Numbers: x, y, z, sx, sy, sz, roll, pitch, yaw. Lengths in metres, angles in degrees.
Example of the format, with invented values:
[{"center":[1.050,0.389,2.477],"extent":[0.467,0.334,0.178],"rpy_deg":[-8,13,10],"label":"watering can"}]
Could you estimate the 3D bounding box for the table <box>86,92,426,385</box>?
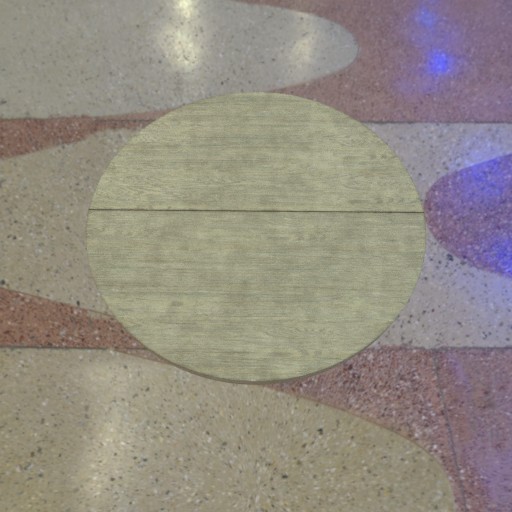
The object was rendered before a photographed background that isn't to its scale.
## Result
[{"center":[0.000,0.000,2.144],"extent":[1.363,0.781,1.363],"rpy_deg":[0,62,0],"label":"table"}]
